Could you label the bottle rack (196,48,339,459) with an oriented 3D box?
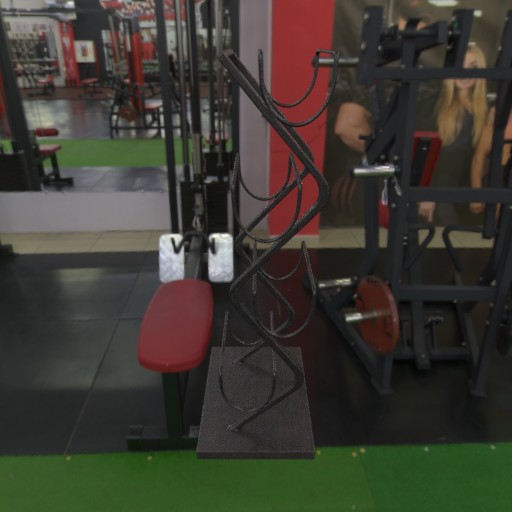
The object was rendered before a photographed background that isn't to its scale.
[{"bbox_3d":[0.000,0.000,0.661,0.178,0.559,0.254,0,26,0],"label":"bottle rack"}]
